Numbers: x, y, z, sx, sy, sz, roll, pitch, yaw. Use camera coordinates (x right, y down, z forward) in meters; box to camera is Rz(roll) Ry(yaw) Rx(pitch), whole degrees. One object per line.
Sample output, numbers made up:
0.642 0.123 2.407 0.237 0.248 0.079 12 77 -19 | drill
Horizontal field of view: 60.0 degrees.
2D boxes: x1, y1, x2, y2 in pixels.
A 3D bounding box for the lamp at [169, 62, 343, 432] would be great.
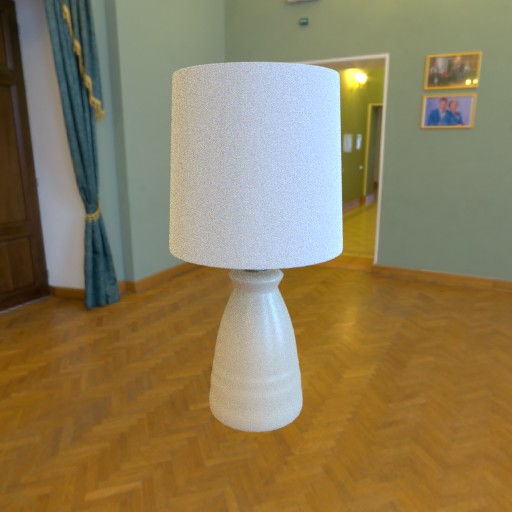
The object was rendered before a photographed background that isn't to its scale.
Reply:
0.000 0.000 0.488 0.186 0.369 0.186 0 14 0 | lamp
